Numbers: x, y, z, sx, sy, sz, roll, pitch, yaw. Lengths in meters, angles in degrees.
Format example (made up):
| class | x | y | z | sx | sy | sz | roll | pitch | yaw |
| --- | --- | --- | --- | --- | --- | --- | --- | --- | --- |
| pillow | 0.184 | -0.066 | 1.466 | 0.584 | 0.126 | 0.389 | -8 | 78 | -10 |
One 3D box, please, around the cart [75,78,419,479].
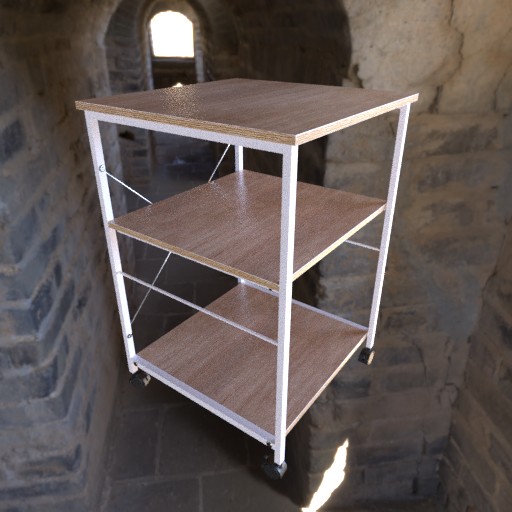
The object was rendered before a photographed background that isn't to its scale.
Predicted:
| class | x | y | z | sx | sy | sz | roll | pitch | yaw |
| --- | --- | --- | --- | --- | --- | --- | --- | --- | --- |
| cart | 0.000 | 0.000 | 1.117 | 0.520 | 0.762 | 0.521 | 19 | 33 | 32 |
